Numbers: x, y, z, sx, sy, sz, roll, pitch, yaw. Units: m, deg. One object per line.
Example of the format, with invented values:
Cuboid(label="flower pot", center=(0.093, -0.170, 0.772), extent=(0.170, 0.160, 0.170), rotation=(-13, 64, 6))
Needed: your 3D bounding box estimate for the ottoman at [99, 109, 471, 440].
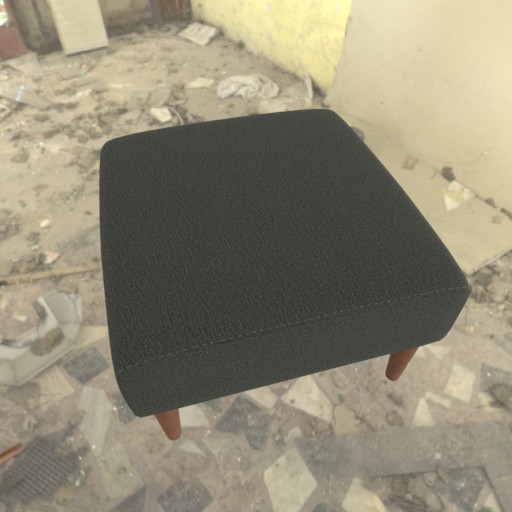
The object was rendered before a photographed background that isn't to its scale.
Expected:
Cuboid(label="ottoman", center=(0.000, 0.000, 1.038), extent=(0.649, 0.398, 0.650), rotation=(-11, 48, -11))
